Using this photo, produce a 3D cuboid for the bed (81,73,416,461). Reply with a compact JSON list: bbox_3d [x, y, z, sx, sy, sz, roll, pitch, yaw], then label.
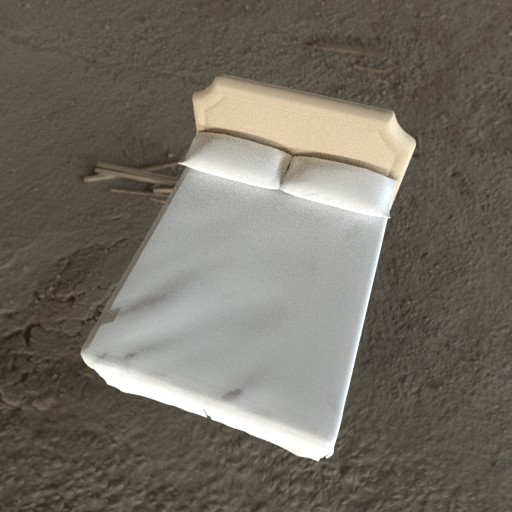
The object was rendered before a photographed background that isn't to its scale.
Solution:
[{"bbox_3d":[0.000,0.000,3.780,2.134,1.524,2.548,16,59,10],"label":"bed"}]
